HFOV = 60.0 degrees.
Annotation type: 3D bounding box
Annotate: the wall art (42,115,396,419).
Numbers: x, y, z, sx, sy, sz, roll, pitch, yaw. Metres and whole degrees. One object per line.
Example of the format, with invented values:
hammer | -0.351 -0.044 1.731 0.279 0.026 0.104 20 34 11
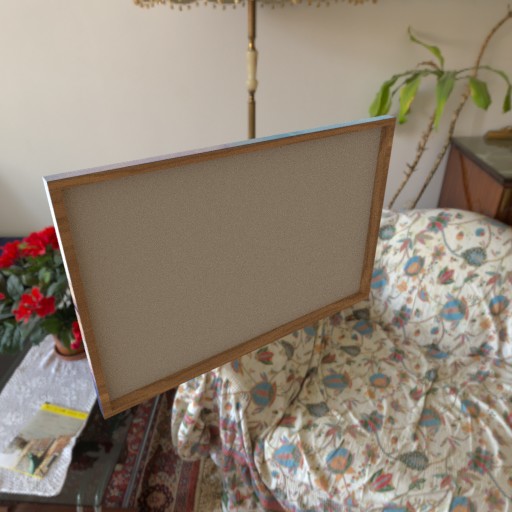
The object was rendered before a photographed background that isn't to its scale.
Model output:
wall art | 0.000 0.000 1.161 0.911 0.605 0.037 -19 35 -29
